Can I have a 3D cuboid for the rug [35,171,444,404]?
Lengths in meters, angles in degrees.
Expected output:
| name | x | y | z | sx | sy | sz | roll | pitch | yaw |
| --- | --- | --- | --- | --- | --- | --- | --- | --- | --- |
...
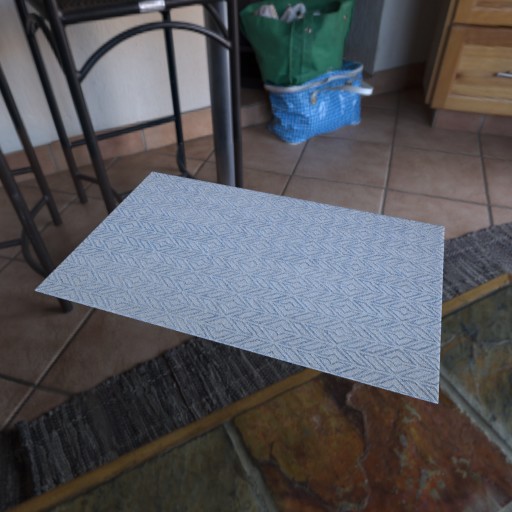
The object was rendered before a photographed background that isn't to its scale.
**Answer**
| name | x | y | z | sx | sy | sz | roll | pitch | yaw |
| --- | --- | --- | --- | --- | --- | --- | --- | --- | --- |
| rug | 0.000 | 0.000 | 3.052 | 2.441 | 0.008 | 1.526 | 13 | 43 | 14 |
